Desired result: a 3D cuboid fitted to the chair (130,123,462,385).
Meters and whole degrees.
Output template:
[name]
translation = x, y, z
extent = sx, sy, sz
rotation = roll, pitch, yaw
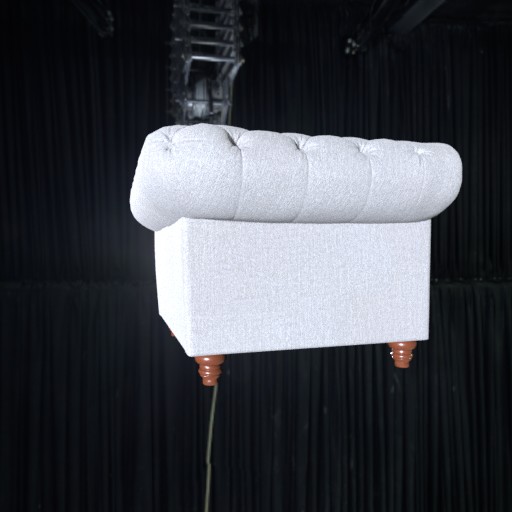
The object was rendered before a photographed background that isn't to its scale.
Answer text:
[chair]
translation = 0.000, 0.000, 1.820
extent = 0.976, 0.770, 1.270
rotation = 0, 1, -17
